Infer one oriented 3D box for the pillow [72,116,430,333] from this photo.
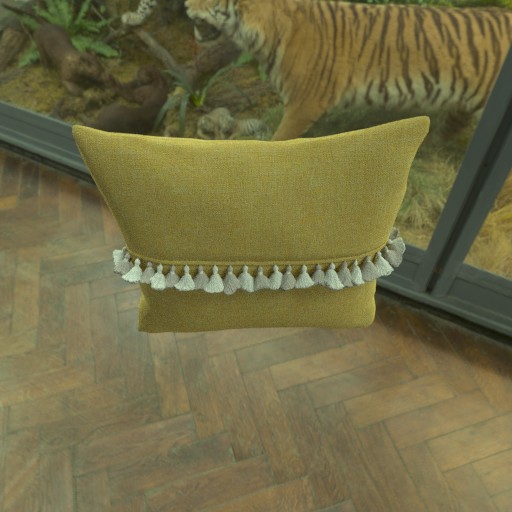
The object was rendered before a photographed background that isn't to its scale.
[{"bbox_3d":[0.000,0.000,0.737,0.485,0.481,0.167,-2,47,-2],"label":"pillow"}]
